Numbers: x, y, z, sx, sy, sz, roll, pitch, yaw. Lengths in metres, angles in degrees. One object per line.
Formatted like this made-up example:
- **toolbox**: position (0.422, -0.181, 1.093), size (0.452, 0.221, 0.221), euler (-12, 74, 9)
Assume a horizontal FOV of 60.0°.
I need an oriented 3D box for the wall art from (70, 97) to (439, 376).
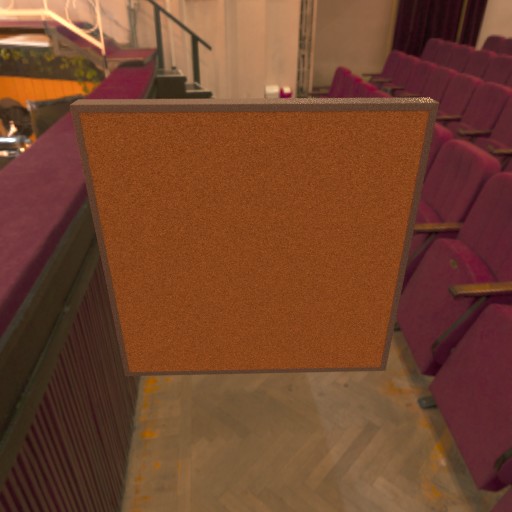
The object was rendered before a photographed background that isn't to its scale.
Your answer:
- **wall art**: position (0.000, 0.000, 0.517), size (0.349, 0.349, 0.028), euler (-1, 30, -1)
